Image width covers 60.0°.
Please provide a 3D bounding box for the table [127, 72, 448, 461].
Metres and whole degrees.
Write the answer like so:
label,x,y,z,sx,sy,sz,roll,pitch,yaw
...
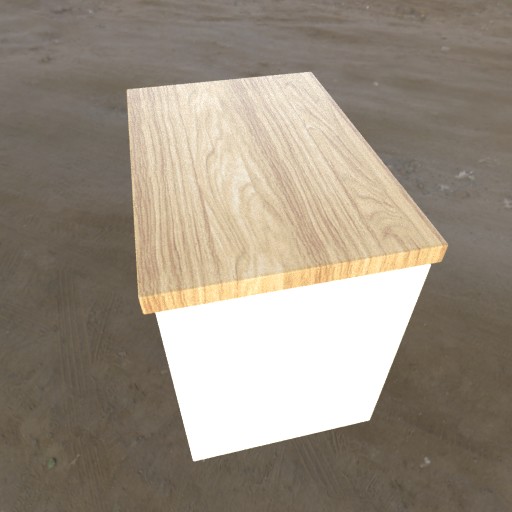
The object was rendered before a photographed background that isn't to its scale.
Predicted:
label,x,y,z,sx,sy,sz,roll,pitch,yaw
table,0.000,0.000,0.803,0.360,0.440,0.500,-9,45,-9
